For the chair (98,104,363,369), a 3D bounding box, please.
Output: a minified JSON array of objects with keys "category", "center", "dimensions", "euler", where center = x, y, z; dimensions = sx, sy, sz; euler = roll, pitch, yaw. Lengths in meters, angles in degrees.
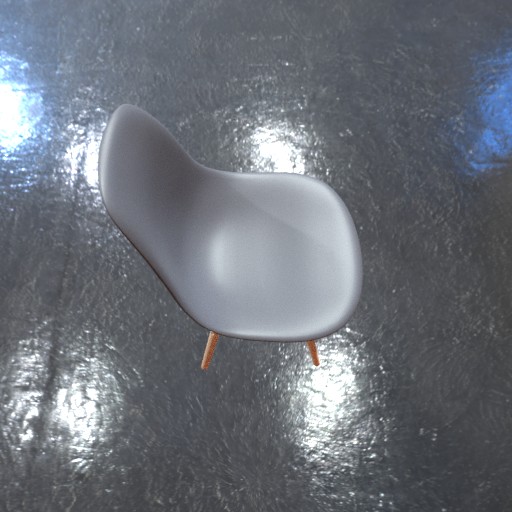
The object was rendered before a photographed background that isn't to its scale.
[{"category":"chair","center":[0.000,0.000,1.123],"dimensions":[0.533,0.826,0.470],"euler":[-1,63,0]}]
